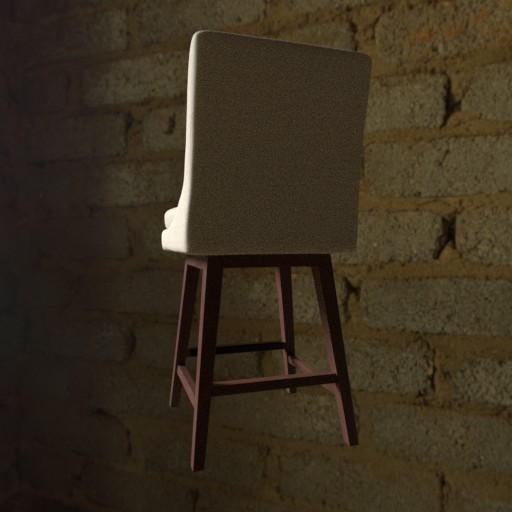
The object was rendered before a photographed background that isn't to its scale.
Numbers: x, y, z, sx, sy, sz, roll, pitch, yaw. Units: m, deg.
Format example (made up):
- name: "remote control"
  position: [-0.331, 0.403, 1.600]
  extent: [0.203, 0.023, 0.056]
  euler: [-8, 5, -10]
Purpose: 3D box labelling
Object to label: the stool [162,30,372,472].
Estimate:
- name: "stool"
  position: [0.000, 0.000, 1.264]
  extent: [0.483, 0.991, 0.559]
  euler: [-1, 3, -18]
